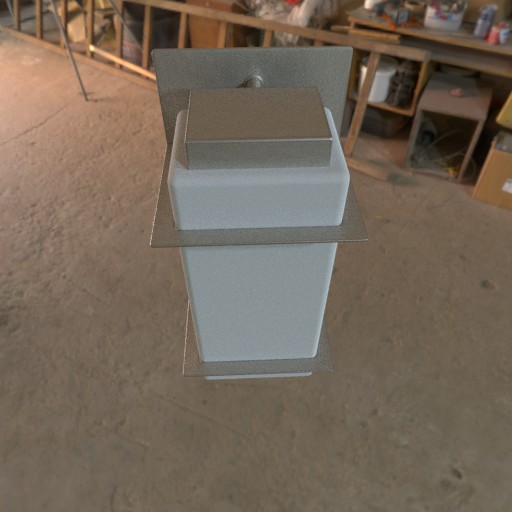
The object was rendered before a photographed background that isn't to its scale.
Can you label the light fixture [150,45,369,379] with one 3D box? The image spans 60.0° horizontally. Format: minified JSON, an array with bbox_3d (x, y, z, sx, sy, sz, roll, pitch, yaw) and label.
[{"bbox_3d":[0.000,0.000,0.468,0.168,0.380,0.160,-2,47,-2],"label":"light fixture"}]
